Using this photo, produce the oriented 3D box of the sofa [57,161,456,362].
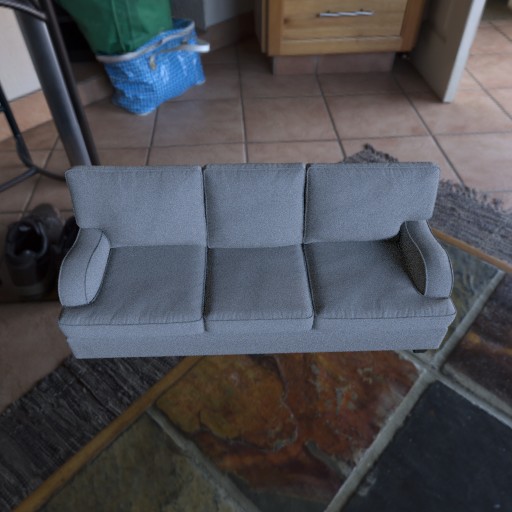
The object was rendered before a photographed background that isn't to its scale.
[{"bbox_3d":[0.000,0.000,2.843,2.323,0.997,1.016,-1,46,-1],"label":"sofa"}]
